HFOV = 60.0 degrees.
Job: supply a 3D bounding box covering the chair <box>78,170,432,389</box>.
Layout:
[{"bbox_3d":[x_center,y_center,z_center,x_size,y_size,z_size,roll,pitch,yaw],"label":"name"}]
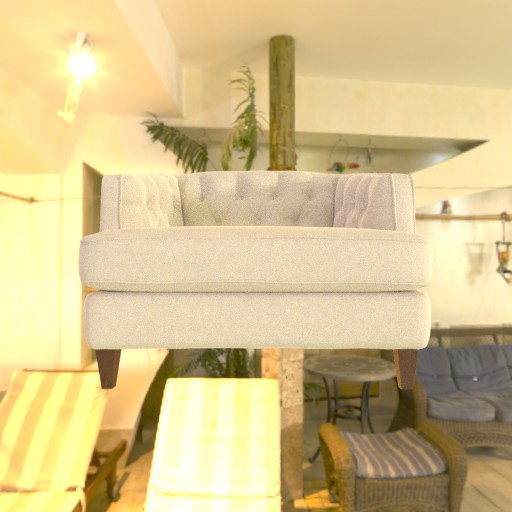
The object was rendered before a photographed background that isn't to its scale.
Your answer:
[{"bbox_3d":[0.000,0.000,1.770,1.104,0.852,0.941,0,-1,0],"label":"chair"}]
